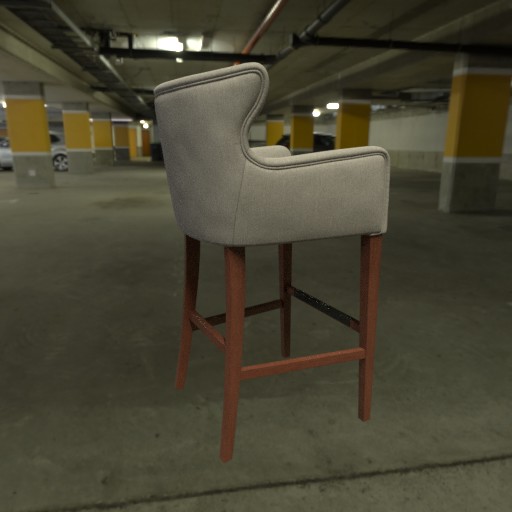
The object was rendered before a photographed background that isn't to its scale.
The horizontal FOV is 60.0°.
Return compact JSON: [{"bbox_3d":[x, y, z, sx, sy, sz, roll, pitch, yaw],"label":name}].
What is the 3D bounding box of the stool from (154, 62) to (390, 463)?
[{"bbox_3d":[0.000,0.000,1.413,0.575,1.047,0.575,-7,16,-26],"label":"stool"}]
